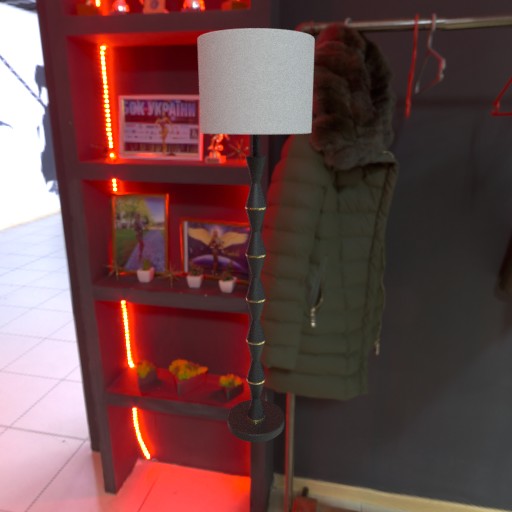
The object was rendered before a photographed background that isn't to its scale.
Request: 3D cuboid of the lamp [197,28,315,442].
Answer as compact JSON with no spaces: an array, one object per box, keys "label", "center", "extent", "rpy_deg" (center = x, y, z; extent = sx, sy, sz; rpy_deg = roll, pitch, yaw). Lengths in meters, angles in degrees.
[{"label":"lamp","center":[0.000,0.000,1.667],"extent":[0.381,1.480,0.381],"rpy_deg":[16,23,42]}]
